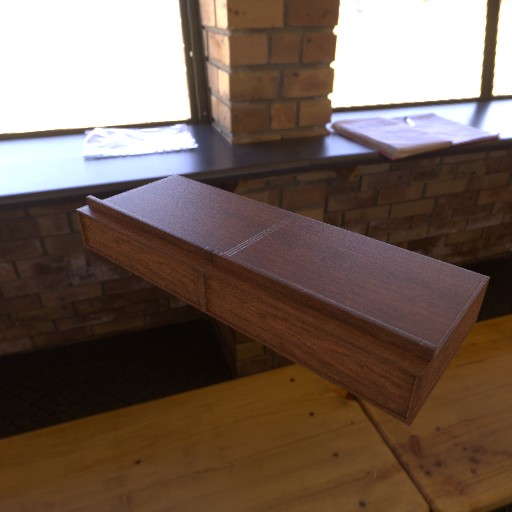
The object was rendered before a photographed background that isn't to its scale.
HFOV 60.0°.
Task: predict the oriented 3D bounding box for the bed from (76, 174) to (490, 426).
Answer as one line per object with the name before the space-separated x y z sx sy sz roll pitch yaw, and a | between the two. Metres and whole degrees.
bed | 0.000 0.000 2.322 2.057 0.326 0.787 23 37 33
